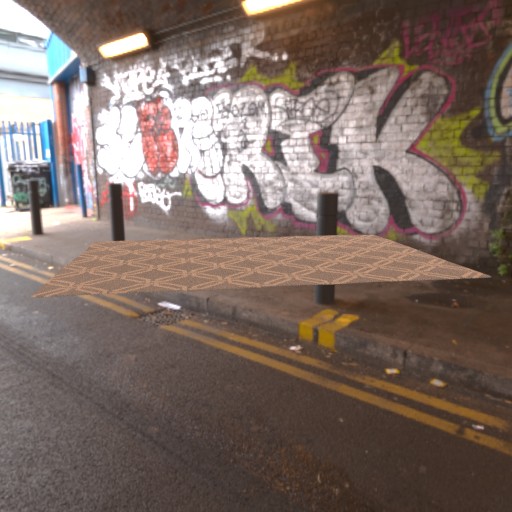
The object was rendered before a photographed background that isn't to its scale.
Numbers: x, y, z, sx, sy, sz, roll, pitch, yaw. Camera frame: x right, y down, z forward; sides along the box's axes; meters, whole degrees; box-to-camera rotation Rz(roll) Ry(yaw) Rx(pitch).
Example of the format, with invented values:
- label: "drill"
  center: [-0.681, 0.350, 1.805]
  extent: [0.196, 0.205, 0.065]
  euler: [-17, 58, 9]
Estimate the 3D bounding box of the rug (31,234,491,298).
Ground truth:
- label: "rug"
  center: [0.000, 0.000, 2.196]
  extent: [1.754, 0.010, 1.148]
  euler: [-2, 12, -9]
